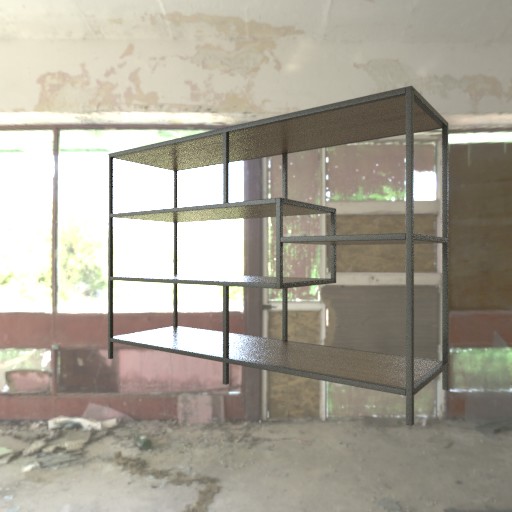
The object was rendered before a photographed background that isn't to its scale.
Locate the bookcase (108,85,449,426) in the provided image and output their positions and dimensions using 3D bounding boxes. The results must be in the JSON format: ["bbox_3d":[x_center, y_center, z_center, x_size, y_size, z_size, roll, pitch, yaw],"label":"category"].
[{"bbox_3d":[0.000,0.000,1.491,1.140,0.780,0.350,0,0,36],"label":"bookcase"}]
